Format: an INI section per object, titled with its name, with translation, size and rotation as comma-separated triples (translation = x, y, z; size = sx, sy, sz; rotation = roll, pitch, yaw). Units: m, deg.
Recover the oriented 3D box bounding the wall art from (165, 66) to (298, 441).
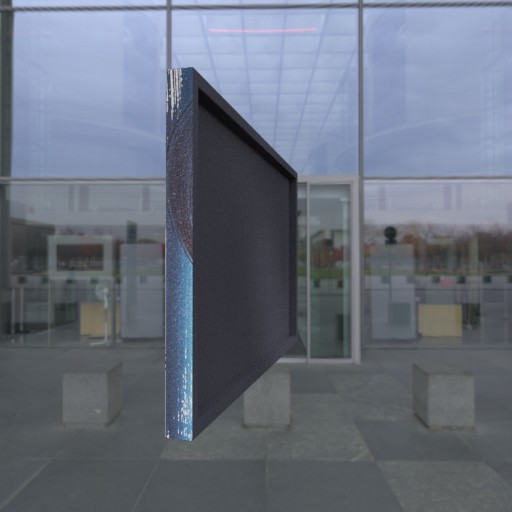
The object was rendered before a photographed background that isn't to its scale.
[wall art]
translation = 0.000, 0.000, 0.777
size = 0.033, 0.406, 0.609
rotation = 0, -1, 16
